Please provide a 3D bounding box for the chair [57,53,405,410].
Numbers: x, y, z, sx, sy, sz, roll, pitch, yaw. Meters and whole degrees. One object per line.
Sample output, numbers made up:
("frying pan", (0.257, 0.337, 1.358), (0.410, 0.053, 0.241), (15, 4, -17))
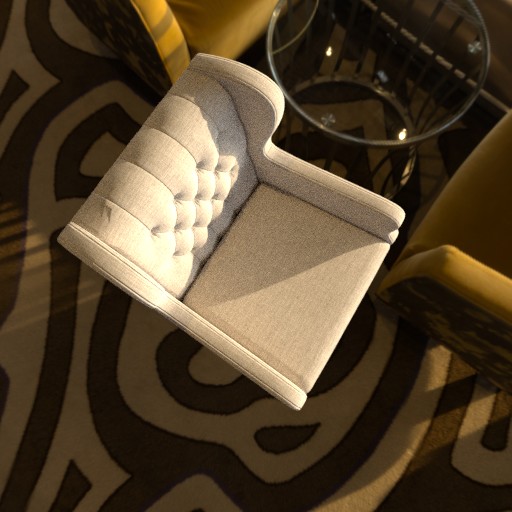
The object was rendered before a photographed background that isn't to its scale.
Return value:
("chair", (0.000, 0.000, 1.488), (0.760, 0.930, 0.710), (31, 78, 7))
